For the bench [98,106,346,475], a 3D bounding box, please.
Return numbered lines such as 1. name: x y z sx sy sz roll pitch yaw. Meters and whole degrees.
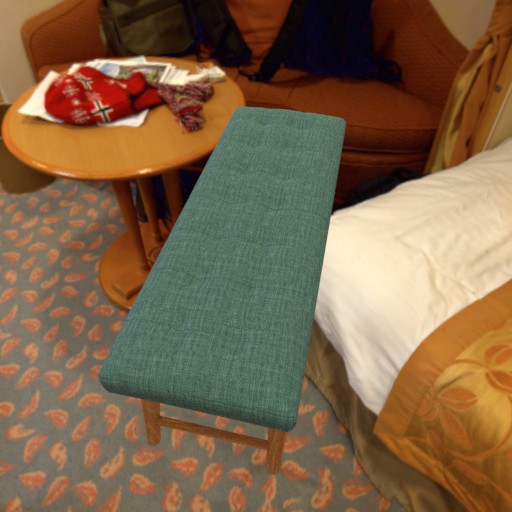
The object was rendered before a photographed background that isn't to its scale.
1. bench: 0.000 0.000 1.350 0.406 0.432 1.118 9 47 9
